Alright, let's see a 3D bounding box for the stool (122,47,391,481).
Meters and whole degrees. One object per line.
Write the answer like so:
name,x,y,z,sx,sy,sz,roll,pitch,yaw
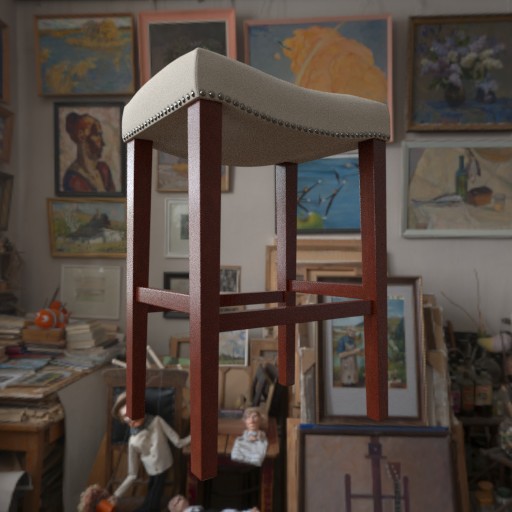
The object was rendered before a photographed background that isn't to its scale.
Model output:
stool,0.000,0.000,1.014,0.504,0.742,0.372,0,0,-35
